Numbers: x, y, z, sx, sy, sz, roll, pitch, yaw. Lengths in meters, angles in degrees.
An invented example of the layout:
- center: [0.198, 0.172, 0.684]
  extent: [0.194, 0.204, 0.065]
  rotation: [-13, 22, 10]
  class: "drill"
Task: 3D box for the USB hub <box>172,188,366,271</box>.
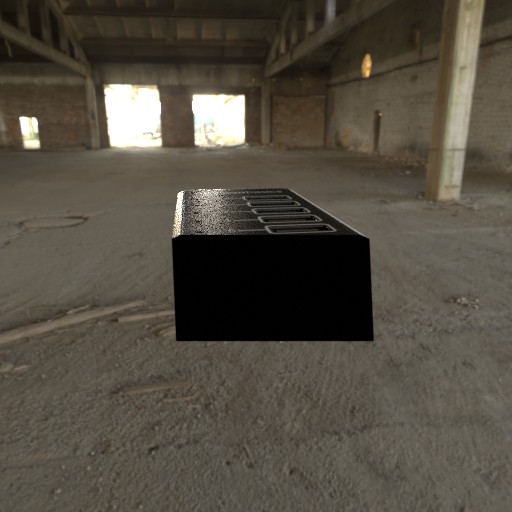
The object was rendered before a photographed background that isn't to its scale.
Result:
- center: [0.000, 0.000, 0.124]
  extent: [0.044, 0.023, 0.110]
  rotation: [-2, 17, -8]
  class: "USB hub"
